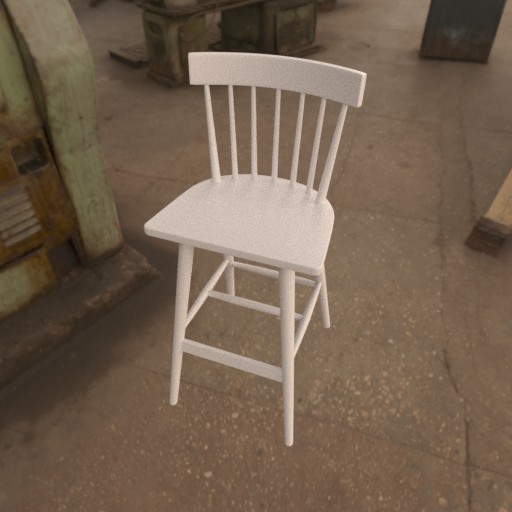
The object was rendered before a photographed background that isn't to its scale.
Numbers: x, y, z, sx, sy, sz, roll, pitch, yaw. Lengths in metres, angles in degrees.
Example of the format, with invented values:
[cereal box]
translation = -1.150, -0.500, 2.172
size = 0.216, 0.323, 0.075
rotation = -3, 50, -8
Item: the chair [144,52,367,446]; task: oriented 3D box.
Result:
[chair]
translation = 0.000, 0.000, 1.386
size = 0.483, 1.092, 0.572
rotation = 14, 43, 15
